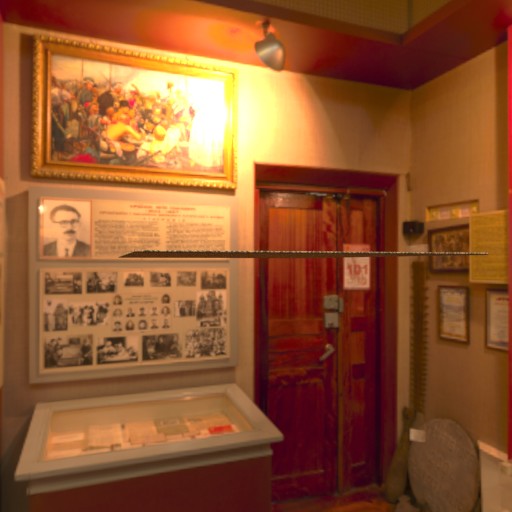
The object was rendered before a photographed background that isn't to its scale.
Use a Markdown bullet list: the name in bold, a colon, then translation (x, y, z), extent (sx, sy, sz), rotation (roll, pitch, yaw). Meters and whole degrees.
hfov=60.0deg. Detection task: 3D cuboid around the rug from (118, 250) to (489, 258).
- **rug**: translation (0.000, 0.000, 4.244), extent (2.439, 0.014, 3.207), rotation (0, -1, -19)
